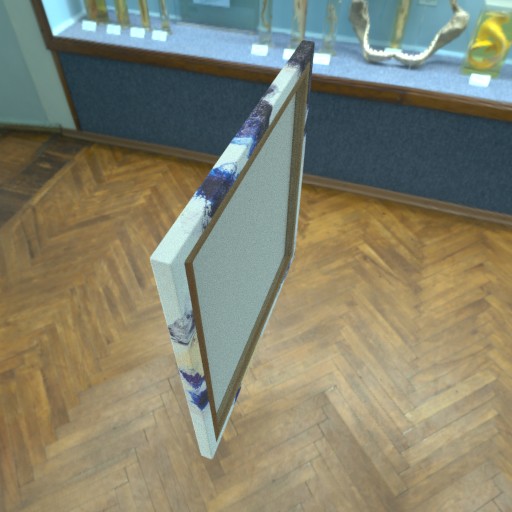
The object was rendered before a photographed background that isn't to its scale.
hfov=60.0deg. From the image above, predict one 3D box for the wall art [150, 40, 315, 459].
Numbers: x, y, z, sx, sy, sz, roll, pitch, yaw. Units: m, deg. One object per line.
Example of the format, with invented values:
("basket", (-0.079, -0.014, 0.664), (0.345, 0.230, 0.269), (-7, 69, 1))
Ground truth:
("wall art", (0.000, 0.000, 1.291), (0.038, 0.885, 0.887), (15, 49, 13))
